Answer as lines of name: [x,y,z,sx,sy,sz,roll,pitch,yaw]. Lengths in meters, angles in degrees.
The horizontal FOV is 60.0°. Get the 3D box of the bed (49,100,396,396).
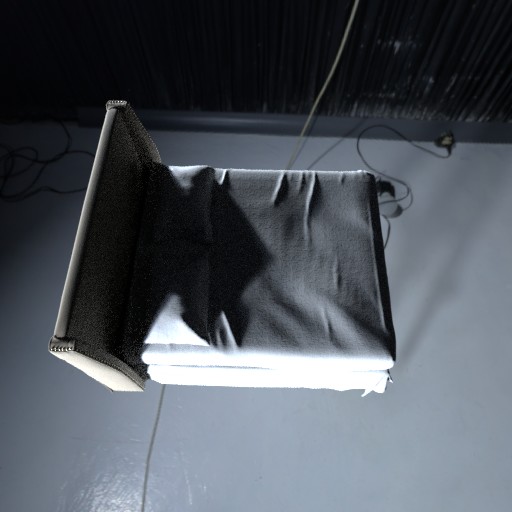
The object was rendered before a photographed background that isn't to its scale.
bed: [0.000,0.000,3.433,2.276,1.332,1.925,1,63,1]
